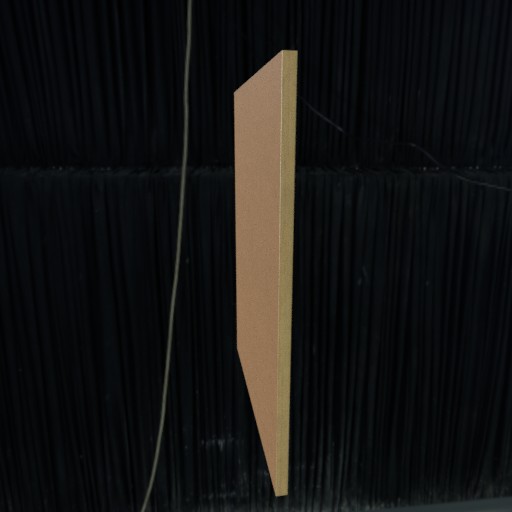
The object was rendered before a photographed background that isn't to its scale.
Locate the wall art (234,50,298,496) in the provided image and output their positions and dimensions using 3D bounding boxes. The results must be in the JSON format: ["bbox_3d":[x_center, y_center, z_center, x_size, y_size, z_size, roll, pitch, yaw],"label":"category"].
[{"bbox_3d":[0.000,0.000,1.335,0.030,1.002,0.798,-2,15,-9],"label":"wall art"}]
